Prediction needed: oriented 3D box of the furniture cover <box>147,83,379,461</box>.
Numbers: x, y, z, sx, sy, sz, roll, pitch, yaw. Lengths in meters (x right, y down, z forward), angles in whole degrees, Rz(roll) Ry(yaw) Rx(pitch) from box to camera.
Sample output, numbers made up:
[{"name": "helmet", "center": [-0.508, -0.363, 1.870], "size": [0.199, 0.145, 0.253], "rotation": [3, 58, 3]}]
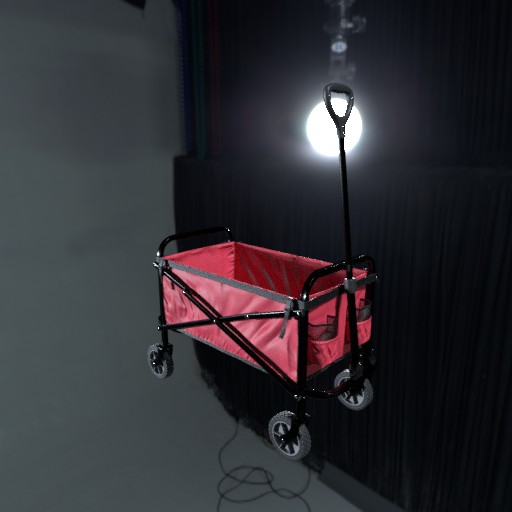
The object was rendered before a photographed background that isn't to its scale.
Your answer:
[{"name": "furniture cover", "center": [0.000, 0.000, 1.853], "size": [1.038, 1.295, 0.532], "rotation": [14, 20, 42]}]
